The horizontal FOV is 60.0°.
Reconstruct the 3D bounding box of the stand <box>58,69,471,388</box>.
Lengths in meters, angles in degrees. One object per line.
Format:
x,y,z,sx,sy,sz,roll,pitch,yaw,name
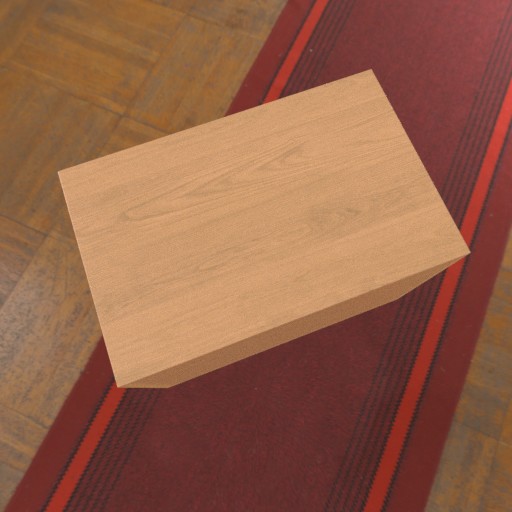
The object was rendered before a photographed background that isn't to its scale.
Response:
0.000,0.000,1.017,0.630,0.600,0.400,-20,74,-6,stand
